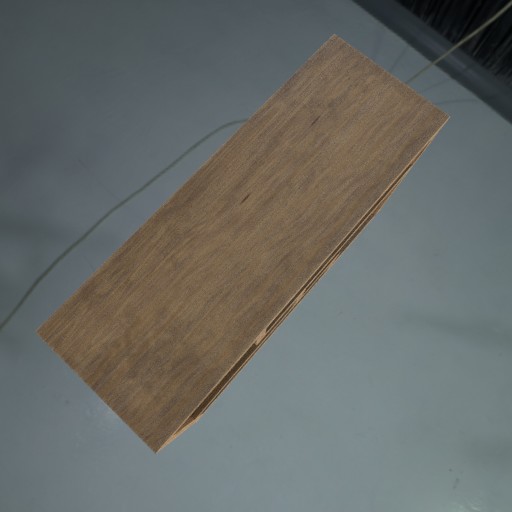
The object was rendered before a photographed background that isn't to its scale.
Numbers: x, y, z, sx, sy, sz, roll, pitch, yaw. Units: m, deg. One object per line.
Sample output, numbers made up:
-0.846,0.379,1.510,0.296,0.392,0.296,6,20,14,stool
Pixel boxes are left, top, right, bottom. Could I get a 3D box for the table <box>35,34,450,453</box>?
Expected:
0.000,0.000,1.515,0.410,0.771,1.151,41,79,10,table
